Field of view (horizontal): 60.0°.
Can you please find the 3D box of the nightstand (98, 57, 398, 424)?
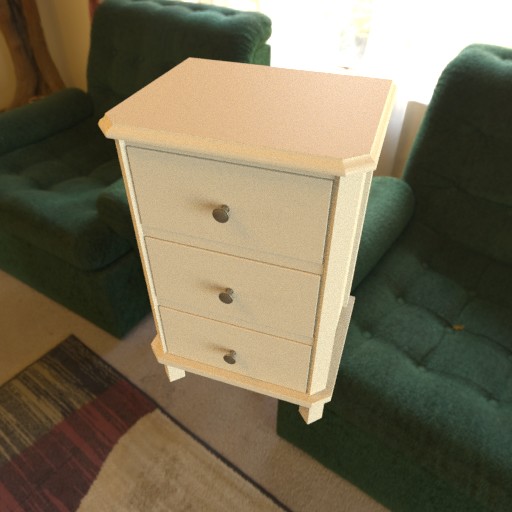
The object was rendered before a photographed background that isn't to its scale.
[{"bbox_3d":[0.000,0.000,0.957,0.435,0.681,0.351,12,42,14],"label":"nightstand"}]
